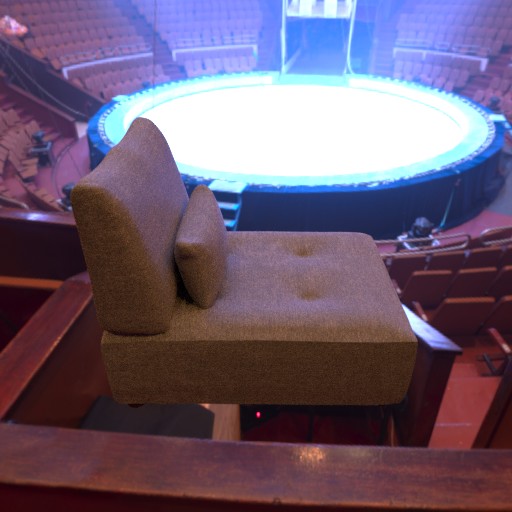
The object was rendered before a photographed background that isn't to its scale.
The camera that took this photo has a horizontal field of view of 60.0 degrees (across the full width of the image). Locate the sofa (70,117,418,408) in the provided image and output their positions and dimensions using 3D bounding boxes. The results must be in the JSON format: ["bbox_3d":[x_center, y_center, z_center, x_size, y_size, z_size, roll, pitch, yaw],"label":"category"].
[{"bbox_3d":[0.000,0.000,1.592,1.000,0.820,0.700,0,32,0],"label":"sofa"}]
